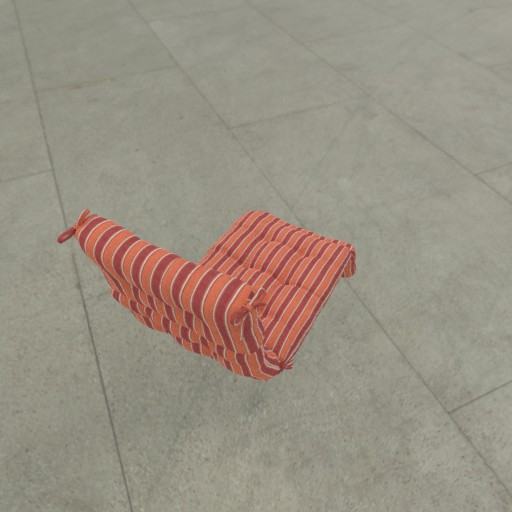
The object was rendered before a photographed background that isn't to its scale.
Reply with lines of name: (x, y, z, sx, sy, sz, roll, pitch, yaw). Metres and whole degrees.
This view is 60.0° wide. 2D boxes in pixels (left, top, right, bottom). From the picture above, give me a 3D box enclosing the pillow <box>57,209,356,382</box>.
pillow: (0.000, 0.000, 1.534, 0.526, 0.863, 1.016, 23, 51, 20)
